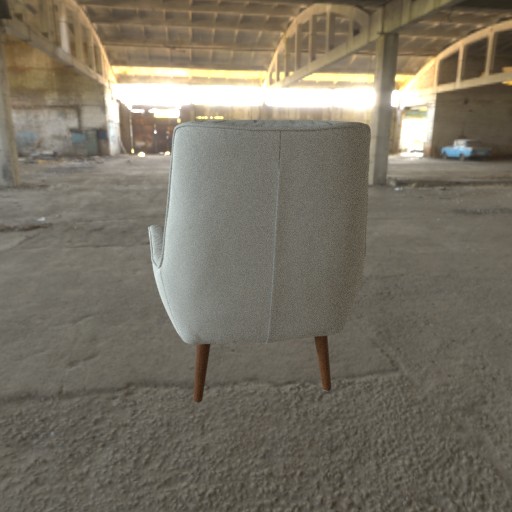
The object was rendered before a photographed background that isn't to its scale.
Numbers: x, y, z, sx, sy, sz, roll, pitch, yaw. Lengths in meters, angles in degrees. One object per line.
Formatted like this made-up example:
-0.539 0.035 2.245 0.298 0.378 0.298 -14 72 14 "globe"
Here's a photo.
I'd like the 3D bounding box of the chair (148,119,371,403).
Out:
0.000 0.000 1.549 0.787 0.888 0.822 -2 15 -9 "chair"
